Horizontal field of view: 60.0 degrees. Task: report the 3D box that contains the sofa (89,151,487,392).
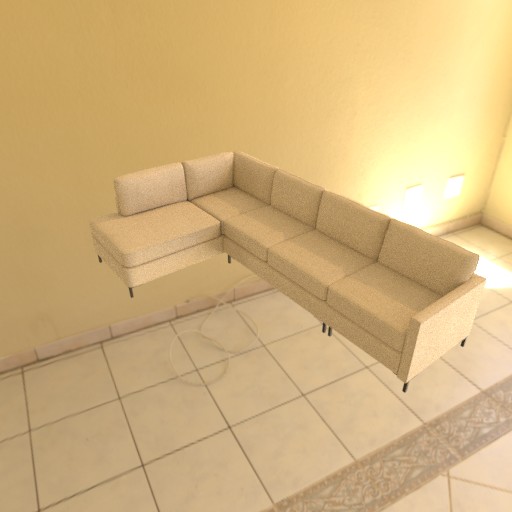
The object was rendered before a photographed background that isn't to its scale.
[{"bbox_3d":[0.000,0.000,4.250,2.048,0.996,3.384,-22,38,-32],"label":"sofa"}]
